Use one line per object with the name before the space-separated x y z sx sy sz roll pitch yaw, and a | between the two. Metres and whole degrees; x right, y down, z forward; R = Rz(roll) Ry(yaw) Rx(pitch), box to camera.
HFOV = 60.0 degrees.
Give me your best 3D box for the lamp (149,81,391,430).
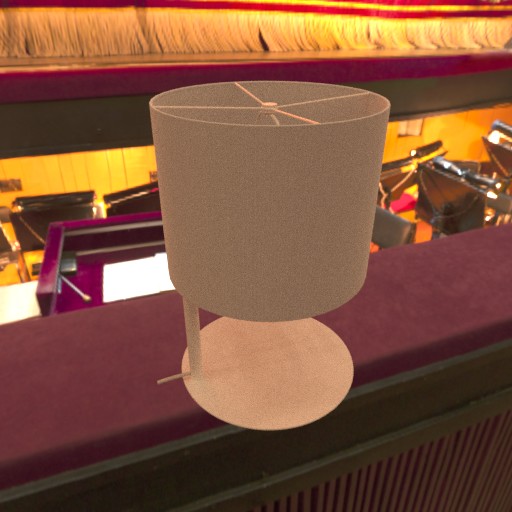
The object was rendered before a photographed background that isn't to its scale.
lamp | 0.000 0.000 0.670 0.341 0.454 0.299 -10 31 -17
